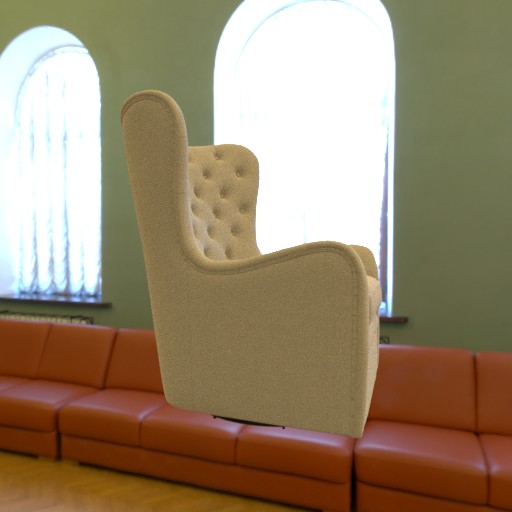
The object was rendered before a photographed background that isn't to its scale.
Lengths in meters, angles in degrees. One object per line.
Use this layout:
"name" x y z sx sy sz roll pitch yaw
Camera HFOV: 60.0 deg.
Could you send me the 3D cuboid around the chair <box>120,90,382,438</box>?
"chair" 0.000 0.000 1.731 0.929 1.079 0.831 0 1 18
